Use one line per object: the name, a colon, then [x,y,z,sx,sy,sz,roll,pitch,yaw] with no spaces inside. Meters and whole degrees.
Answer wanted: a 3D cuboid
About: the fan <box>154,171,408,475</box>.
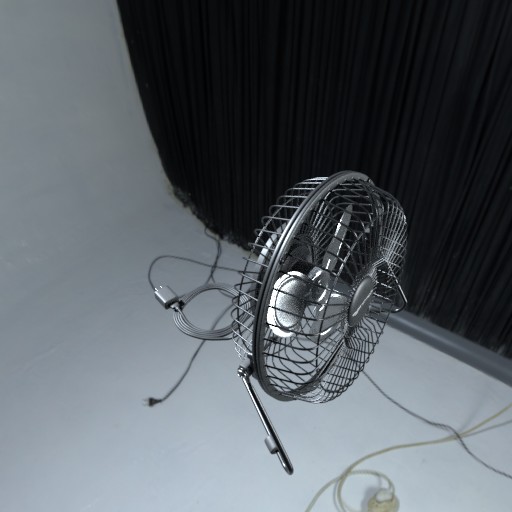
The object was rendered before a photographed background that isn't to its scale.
fan: [0.000,0.000,0.381,0.227,0.188,0.209,26,47,27]
